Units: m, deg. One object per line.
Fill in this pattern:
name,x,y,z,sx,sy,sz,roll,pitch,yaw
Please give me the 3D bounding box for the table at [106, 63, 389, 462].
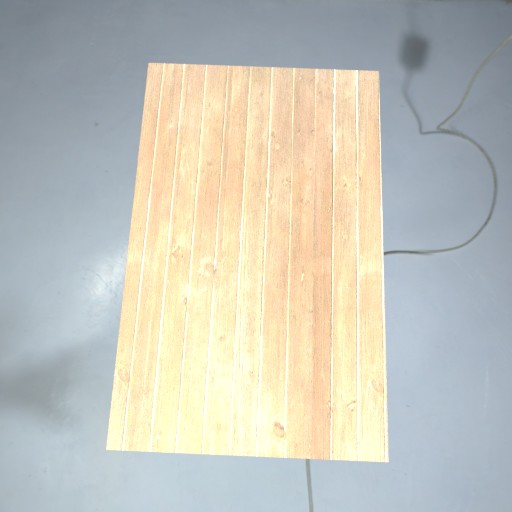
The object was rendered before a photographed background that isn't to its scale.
table,0.000,0.000,1.645,0.827,0.413,1.299,2,77,1
